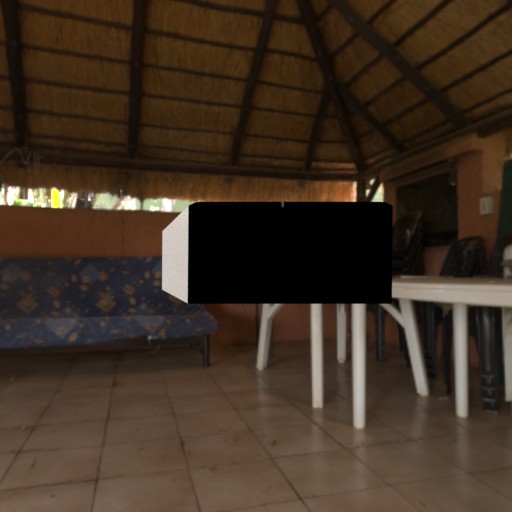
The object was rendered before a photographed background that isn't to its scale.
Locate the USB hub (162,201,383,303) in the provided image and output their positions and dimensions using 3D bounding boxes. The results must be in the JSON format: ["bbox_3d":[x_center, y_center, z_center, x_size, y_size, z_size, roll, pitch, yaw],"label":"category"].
[{"bbox_3d":[0.000,0.000,0.126,0.044,0.023,0.110,0,-2,-17],"label":"USB hub"}]
